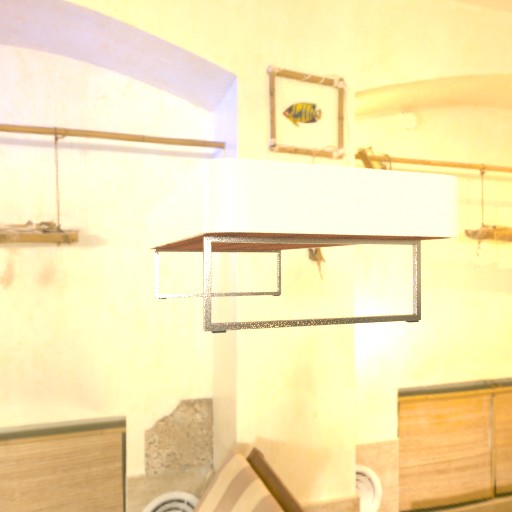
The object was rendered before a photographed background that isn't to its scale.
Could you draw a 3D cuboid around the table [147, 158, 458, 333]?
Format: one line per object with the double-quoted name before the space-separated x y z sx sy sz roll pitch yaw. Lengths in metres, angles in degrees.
"table" 0.000 0.000 1.455 0.600 0.340 1.200 0 -1 -19
